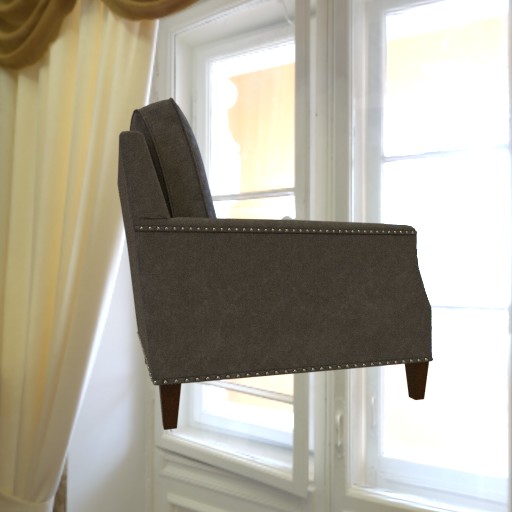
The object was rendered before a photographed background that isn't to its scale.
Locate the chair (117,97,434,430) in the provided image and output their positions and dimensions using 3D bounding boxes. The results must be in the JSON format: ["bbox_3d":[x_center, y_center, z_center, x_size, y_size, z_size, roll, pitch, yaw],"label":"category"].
[{"bbox_3d":[0.000,0.000,1.707,1.014,0.948,0.853,0,0,-18],"label":"chair"}]
